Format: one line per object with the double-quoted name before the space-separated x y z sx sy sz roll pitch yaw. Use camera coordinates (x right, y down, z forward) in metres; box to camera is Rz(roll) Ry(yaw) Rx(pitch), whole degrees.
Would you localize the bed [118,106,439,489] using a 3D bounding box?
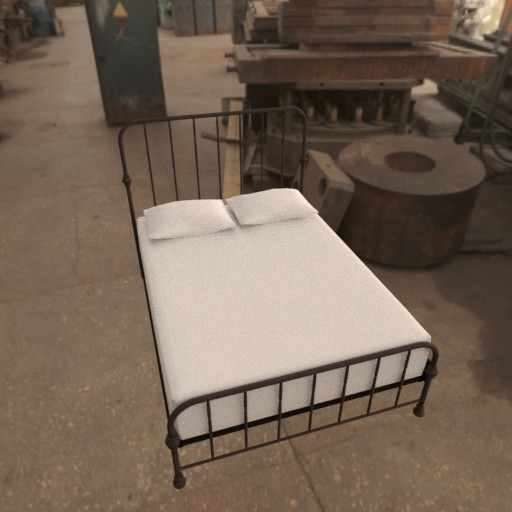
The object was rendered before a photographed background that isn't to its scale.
"bed" 0.000 0.000 3.089 1.616 1.446 2.134 -10 34 -15
